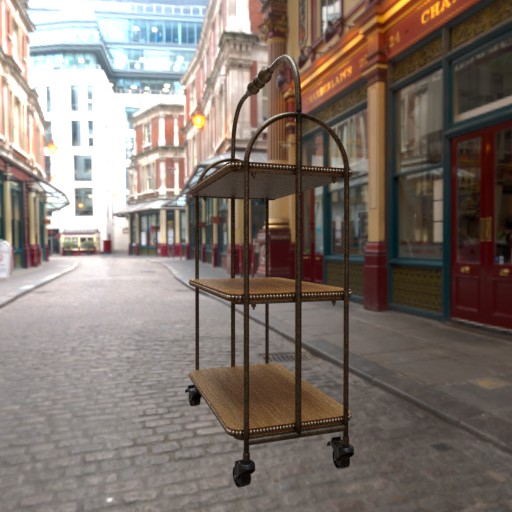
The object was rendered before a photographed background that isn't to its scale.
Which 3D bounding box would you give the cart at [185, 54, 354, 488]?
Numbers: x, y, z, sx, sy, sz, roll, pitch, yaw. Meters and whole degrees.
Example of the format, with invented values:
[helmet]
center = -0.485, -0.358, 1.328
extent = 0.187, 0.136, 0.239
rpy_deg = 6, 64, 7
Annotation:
[cart]
center = 0.000, 0.000, 1.325
extent = 0.330, 1.052, 0.650
rpy_deg = 0, 1, -19
